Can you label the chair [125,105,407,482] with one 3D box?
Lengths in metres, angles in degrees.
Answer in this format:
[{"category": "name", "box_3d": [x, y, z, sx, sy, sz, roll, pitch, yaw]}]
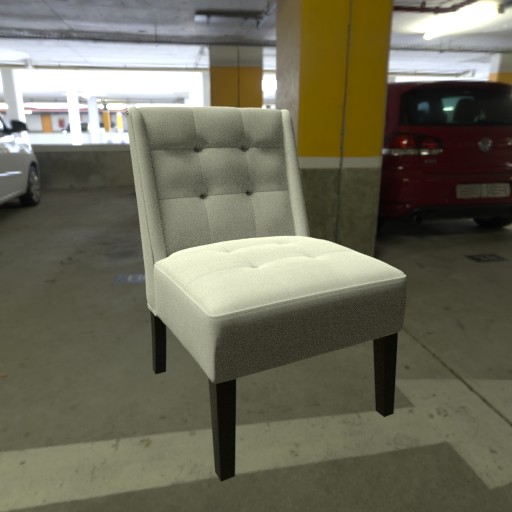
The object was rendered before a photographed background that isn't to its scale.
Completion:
[{"category": "chair", "box_3d": [0.000, 0.000, 1.299, 0.569, 0.853, 0.676, -8, 18, -27]}]
